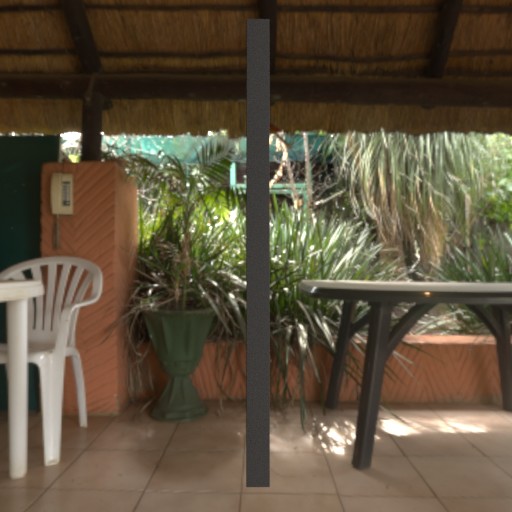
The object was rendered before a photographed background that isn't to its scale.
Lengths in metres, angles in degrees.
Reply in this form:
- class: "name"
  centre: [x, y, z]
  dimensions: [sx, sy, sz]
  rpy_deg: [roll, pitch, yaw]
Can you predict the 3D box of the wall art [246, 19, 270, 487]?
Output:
- class: "wall art"
  centre: [0.000, 0.000, 0.441]
  dimensions: [0.015, 0.304, 0.306]
  rpy_deg: [0, -2, 0]
